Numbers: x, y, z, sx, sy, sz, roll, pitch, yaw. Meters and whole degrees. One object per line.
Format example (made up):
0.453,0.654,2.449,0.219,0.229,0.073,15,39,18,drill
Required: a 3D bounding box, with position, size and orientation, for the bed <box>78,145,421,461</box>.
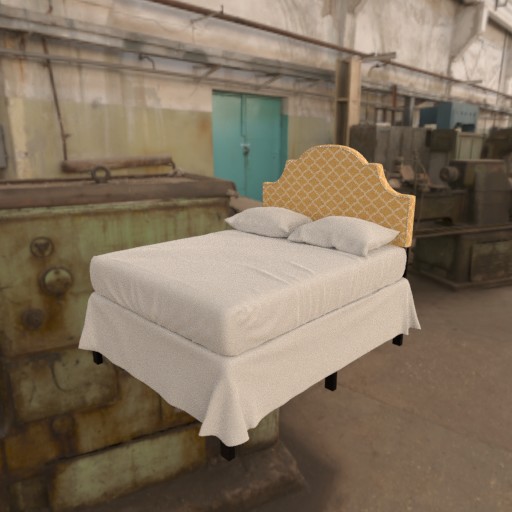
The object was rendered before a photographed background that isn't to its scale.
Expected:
0.000,0.000,3.391,1.780,1.633,2.222,14,20,43,bed
